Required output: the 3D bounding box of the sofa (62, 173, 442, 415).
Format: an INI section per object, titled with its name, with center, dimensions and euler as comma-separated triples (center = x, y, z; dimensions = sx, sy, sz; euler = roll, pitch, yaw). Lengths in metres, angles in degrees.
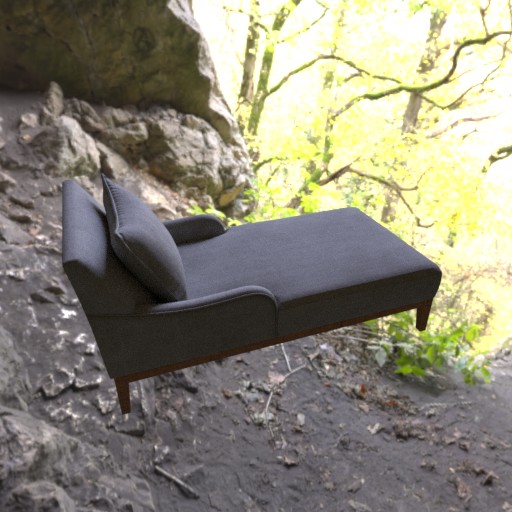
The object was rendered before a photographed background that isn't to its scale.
[sofa]
center = 0.000, 0.000, 2.366
dimensions = 1.779, 0.859, 0.894
euler = -11, 32, -18
